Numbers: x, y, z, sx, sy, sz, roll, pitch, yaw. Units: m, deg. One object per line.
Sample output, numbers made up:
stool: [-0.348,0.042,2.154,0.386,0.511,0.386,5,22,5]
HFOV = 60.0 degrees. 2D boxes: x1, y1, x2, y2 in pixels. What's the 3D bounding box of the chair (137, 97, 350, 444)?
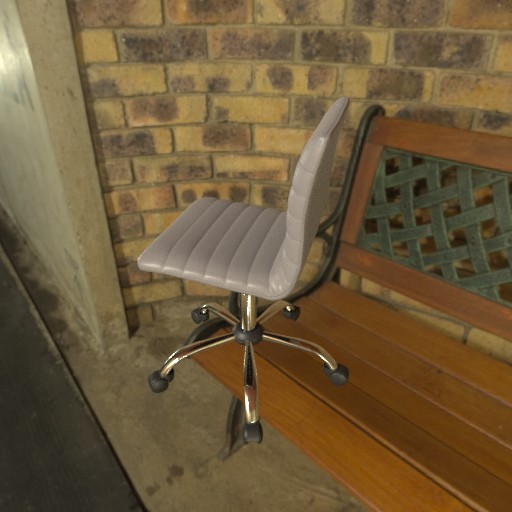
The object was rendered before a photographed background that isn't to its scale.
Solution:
chair: [0.000,0.000,1.138,0.542,0.750,0.569,8,30,13]
